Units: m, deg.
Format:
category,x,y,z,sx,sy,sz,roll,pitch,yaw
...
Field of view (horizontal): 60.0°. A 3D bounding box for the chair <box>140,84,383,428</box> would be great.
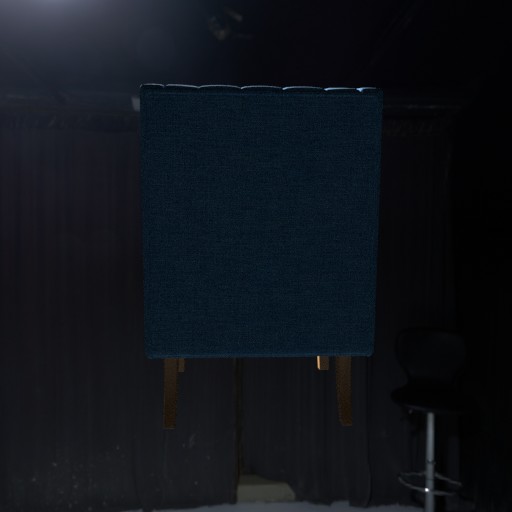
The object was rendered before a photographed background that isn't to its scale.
category,x,y,z,sx,sy,sz,roll,pitch,yaw
chair,0.000,0.000,1.508,0.711,0.952,0.775,0,0,-3
